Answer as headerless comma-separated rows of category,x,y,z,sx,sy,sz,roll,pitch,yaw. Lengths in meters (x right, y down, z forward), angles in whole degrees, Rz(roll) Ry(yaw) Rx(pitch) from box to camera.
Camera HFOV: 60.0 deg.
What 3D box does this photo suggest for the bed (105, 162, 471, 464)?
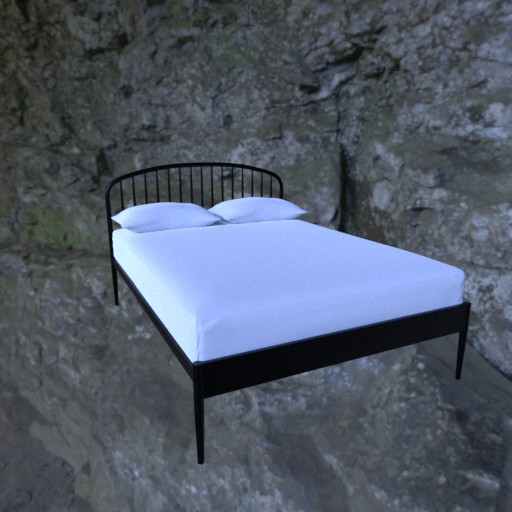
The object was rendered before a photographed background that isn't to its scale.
bed,0.000,0.000,3.015,1.618,1.166,2.159,-7,16,-25
